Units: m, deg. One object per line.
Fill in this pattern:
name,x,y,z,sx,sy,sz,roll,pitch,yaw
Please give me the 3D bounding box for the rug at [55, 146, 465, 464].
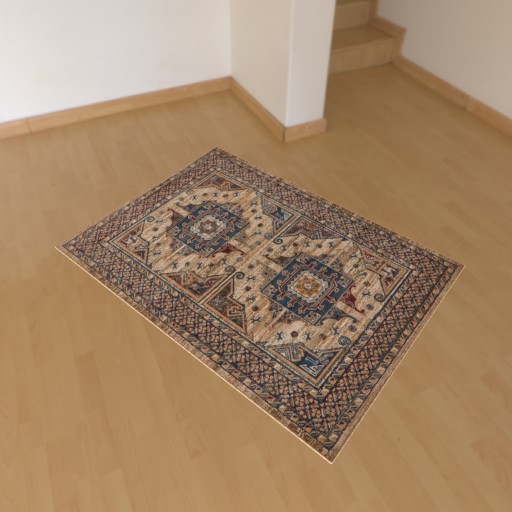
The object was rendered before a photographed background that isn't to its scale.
rug,0.000,0.000,2.960,2.227,0.008,1.611,31,53,26
